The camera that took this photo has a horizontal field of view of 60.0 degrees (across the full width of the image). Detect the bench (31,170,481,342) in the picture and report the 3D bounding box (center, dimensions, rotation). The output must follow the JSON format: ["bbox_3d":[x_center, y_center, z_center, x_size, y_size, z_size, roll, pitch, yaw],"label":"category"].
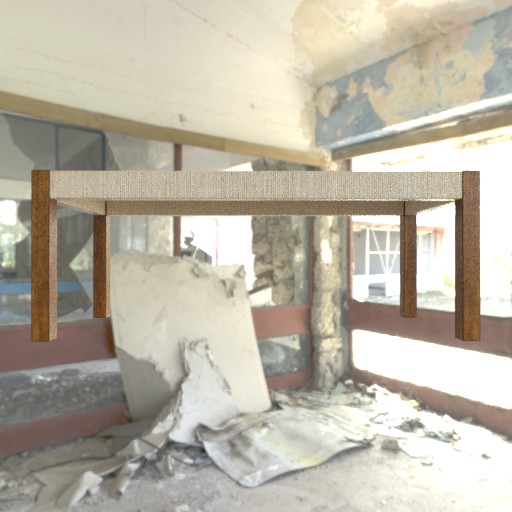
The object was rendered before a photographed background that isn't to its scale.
[{"bbox_3d":[0.000,0.000,1.434,1.198,0.457,0.507,0,0,0],"label":"bench"}]
